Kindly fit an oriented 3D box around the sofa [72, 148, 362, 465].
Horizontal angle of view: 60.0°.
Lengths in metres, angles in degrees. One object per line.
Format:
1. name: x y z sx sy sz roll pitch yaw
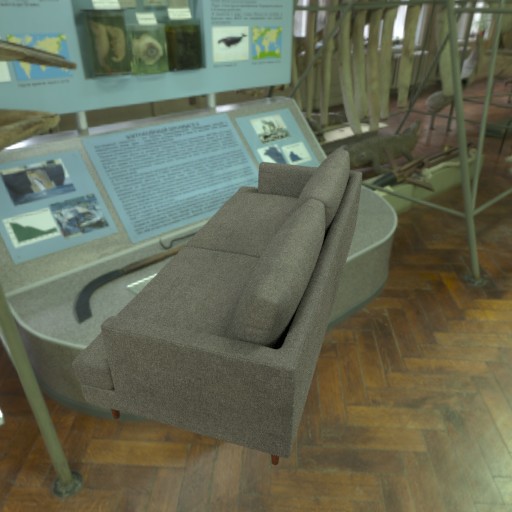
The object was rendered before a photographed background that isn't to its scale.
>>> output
1. sofa: 0.000 0.000 2.749 1.020 0.868 2.250 9 31 15
